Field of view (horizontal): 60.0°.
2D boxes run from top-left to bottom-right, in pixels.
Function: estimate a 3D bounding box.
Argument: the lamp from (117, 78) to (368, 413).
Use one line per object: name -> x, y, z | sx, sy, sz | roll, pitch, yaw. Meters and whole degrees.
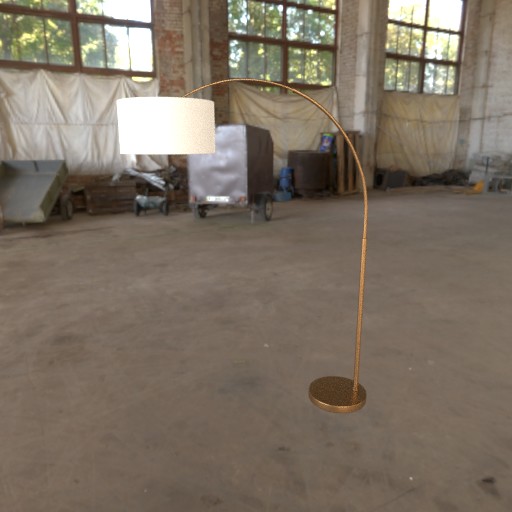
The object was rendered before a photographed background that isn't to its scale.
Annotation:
lamp -> 0.000, 0.000, 2.572 | 1.434, 1.927, 0.493 | -2, 14, -8
